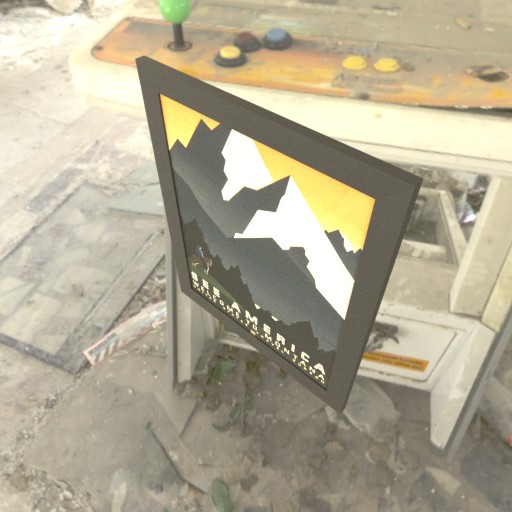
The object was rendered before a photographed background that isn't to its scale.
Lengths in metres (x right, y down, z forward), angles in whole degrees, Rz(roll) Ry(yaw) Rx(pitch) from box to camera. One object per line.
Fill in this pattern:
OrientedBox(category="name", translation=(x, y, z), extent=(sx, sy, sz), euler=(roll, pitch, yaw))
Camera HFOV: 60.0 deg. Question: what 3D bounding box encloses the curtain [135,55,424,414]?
OrientedBox(category="curtain", translation=(0.000, 0.000, 0.807), extent=(0.483, 0.585, 0.027), euler=(33, 55, 27))
